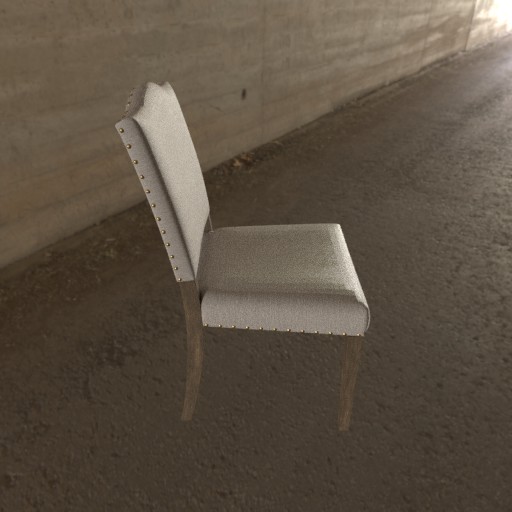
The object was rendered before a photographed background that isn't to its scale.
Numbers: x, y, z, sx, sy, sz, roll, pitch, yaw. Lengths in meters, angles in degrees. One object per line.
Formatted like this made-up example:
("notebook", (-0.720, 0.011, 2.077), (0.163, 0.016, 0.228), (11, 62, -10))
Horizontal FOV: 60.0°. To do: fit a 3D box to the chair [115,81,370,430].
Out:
("chair", (0.000, 0.000, 1.376), (0.620, 1.020, 0.508), (0, 32, 0))
